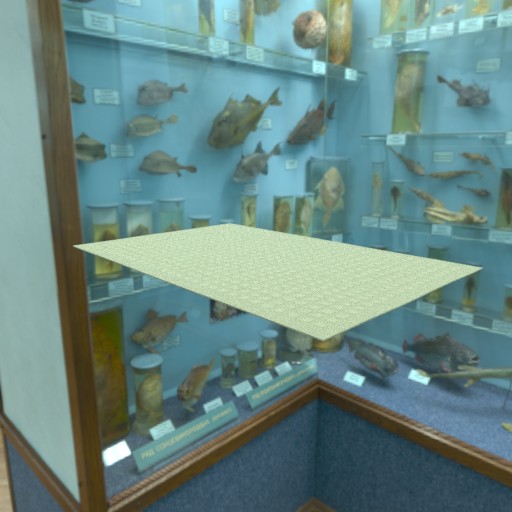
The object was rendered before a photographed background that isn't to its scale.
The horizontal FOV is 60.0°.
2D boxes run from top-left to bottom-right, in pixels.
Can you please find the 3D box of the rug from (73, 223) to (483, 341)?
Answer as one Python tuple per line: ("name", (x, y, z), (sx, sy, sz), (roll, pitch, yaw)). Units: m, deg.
("rug", (0.000, 0.000, 2.215), (1.143, 0.006, 1.747), (-12, 18, -42))
